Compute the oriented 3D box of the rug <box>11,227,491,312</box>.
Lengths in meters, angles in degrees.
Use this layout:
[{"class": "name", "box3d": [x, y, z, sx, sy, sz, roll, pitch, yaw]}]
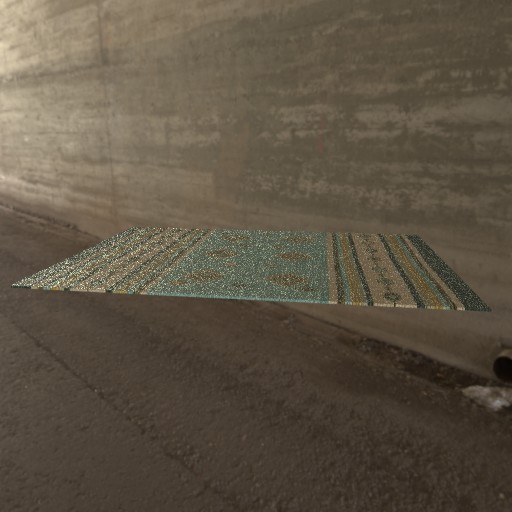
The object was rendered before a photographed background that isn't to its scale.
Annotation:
[{"class": "rug", "box3d": [0.000, 0.000, 2.230, 1.811, 0.010, 1.212, 2, 15, 8]}]
